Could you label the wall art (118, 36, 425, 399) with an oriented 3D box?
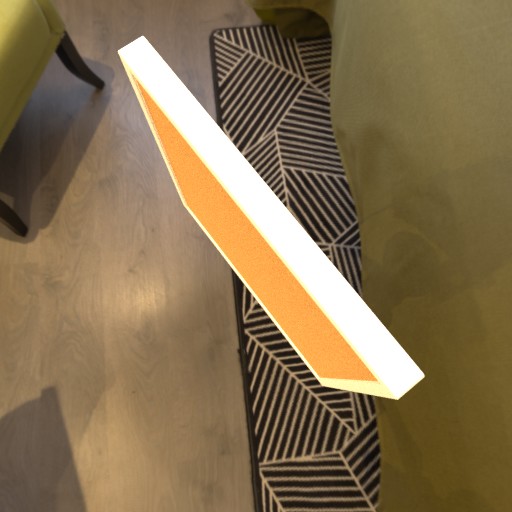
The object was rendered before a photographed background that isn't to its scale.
[{"bbox_3d":[0.000,0.000,0.734,0.038,0.508,0.508,-36,78,-9],"label":"wall art"}]
